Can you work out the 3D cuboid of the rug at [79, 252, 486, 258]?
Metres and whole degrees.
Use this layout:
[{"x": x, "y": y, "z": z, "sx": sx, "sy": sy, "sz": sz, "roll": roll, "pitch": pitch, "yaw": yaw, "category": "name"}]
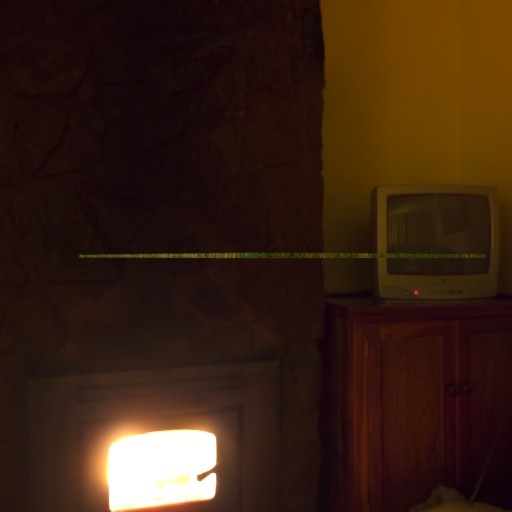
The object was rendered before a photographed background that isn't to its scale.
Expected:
[{"x": 0.000, "y": 0.000, "z": 4.272, "sx": 2.405, "sy": 0.027, "sz": 3.217, "roll": 0, "pitch": 0, "yaw": -37, "category": "rug"}]
